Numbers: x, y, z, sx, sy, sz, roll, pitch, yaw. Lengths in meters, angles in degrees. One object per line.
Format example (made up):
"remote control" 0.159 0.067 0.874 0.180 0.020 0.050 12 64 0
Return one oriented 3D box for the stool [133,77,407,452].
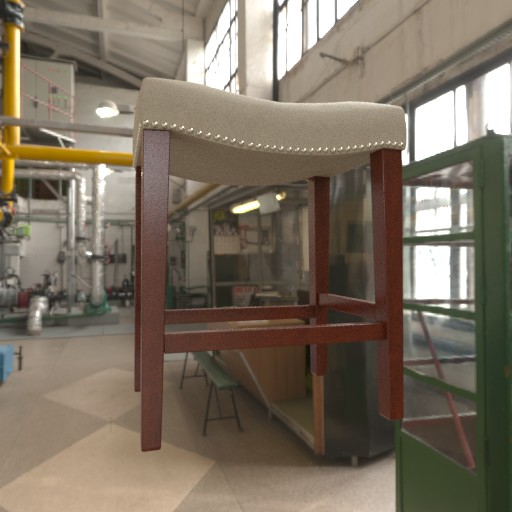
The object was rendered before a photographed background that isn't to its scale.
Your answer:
"stool" 0.000 0.000 0.959 0.509 0.632 0.375 0 0 -17
